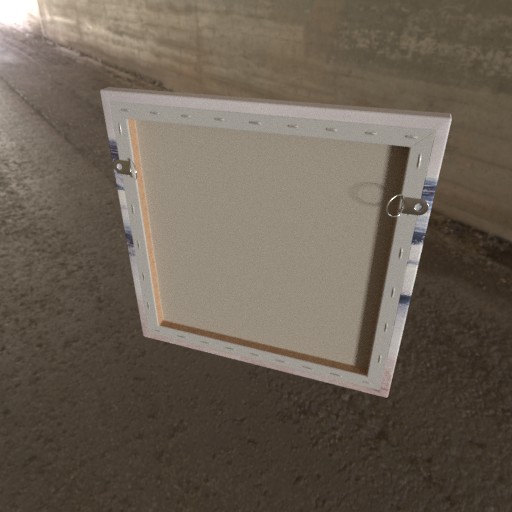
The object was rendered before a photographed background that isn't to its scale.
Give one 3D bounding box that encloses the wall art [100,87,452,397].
[{"bbox_3d":[0.000,0.000,1.108,0.755,0.747,0.065,10,33,16],"label":"wall art"}]
